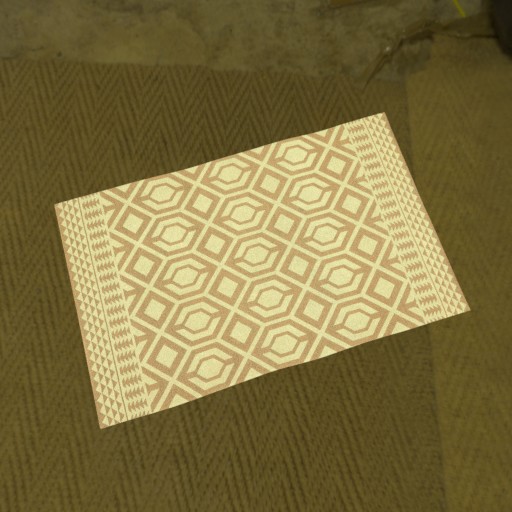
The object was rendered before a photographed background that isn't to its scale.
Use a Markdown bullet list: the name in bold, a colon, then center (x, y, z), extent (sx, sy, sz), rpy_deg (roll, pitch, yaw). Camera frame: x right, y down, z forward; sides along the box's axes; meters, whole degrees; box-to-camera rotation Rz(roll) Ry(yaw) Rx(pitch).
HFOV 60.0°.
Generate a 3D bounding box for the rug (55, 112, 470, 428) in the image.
- **rug**: center (0.000, 0.000, 2.956), extent (2.435, 0.011, 1.526), rpy_deg (-17, 76, -4)
